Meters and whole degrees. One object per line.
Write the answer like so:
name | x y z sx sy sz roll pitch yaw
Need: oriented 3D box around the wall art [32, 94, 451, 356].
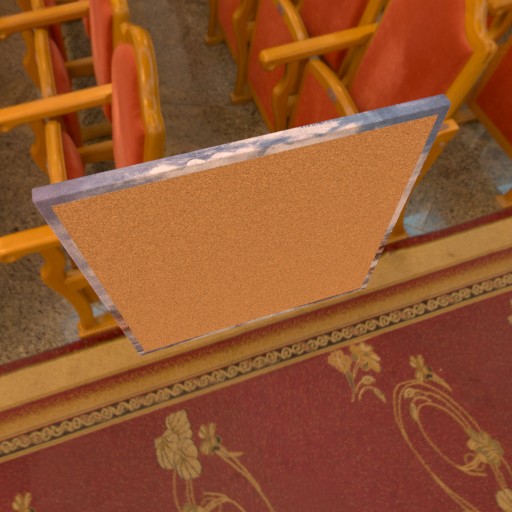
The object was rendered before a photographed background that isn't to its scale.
wall art | 0.000 0.000 1.466 1.010 1.020 0.040 -15 60 -9
